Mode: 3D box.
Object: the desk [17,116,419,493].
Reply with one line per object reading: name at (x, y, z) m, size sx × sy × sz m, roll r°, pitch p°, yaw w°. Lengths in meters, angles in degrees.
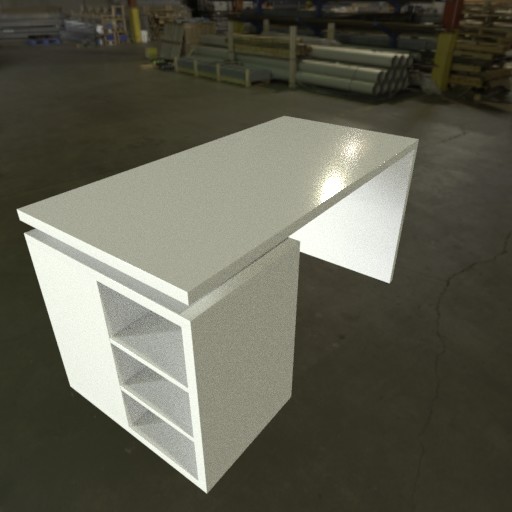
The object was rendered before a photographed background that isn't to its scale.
desk at (0.000, 0.000, 1.781) m, size 0.690 × 0.740 × 1.400 m, roll 21°, pitch 37°, yaw 31°
